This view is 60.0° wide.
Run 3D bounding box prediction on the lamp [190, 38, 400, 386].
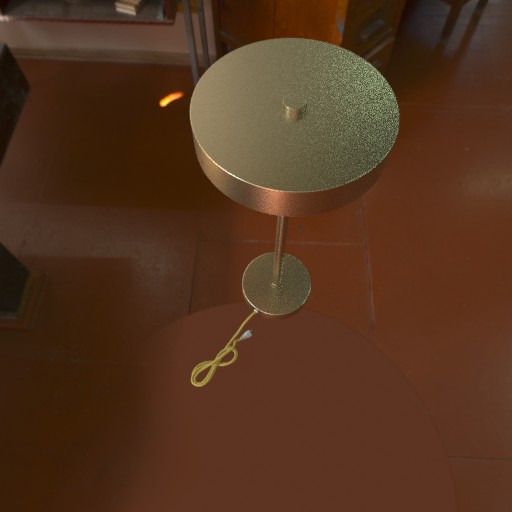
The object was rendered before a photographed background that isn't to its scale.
[{"bbox_3d":[0.000,0.000,0.676,0.229,0.508,0.369,33,67,16],"label":"lamp"}]
